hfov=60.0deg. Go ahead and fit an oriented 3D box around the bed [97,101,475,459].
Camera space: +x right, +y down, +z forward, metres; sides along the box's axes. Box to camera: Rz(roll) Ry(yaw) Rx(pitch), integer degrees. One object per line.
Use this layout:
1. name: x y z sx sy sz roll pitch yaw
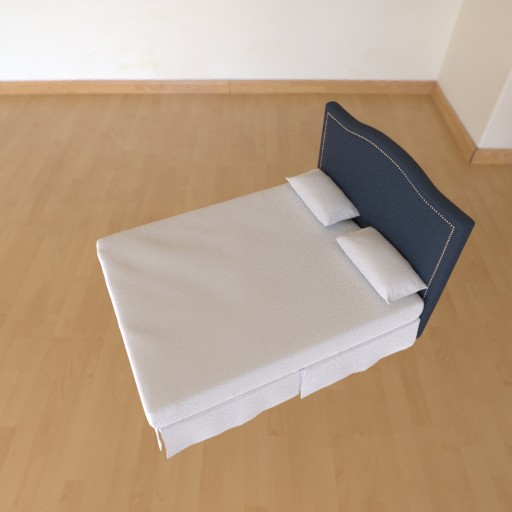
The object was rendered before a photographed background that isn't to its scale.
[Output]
1. bed: 0.000 0.000 3.447 2.282 1.436 1.821 -19 50 -16
